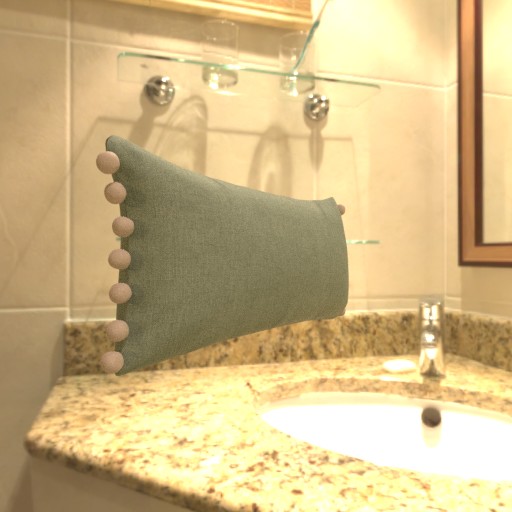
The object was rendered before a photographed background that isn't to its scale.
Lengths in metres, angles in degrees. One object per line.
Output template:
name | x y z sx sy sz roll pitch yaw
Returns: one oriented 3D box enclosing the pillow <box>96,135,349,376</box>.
pillow | 0.000 0.000 0.851 0.201 0.322 0.709 0 0 36
